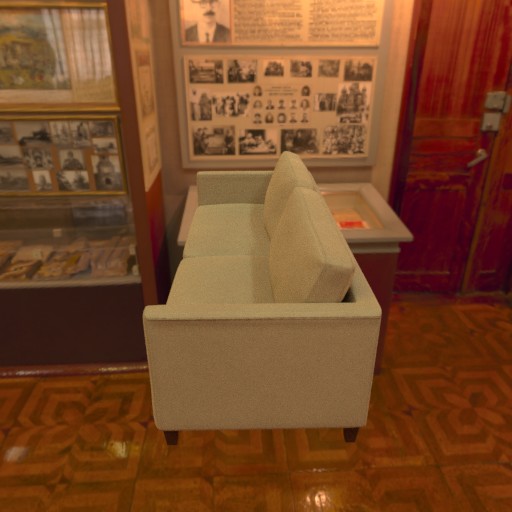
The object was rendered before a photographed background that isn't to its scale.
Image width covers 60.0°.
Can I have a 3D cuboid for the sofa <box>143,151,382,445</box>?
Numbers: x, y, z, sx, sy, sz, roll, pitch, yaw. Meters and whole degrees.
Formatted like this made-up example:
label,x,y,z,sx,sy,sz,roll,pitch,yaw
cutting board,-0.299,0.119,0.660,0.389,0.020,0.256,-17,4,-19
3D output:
label,x,y,z,sx,sy,sz,roll,pitch,yaw
sofa,0.000,0.000,2.756,0.948,0.932,2.181,-1,25,-1
